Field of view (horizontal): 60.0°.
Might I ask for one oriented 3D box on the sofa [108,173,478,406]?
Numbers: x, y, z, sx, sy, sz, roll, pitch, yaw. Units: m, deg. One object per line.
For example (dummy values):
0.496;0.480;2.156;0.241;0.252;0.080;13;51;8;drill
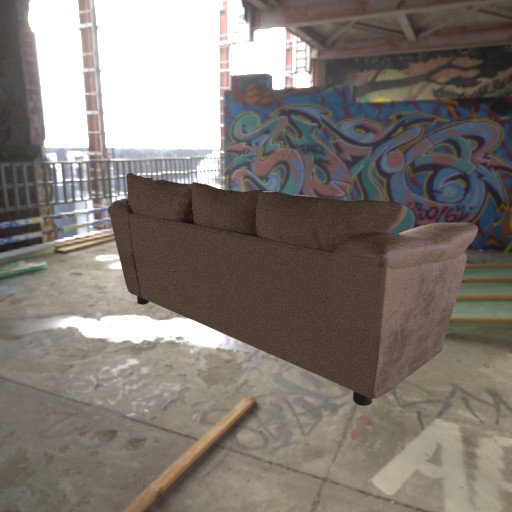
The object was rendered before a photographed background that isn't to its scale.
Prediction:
0.000;0.000;2.819;0.893;0.981;2.377;-13;19;-43;sofa
